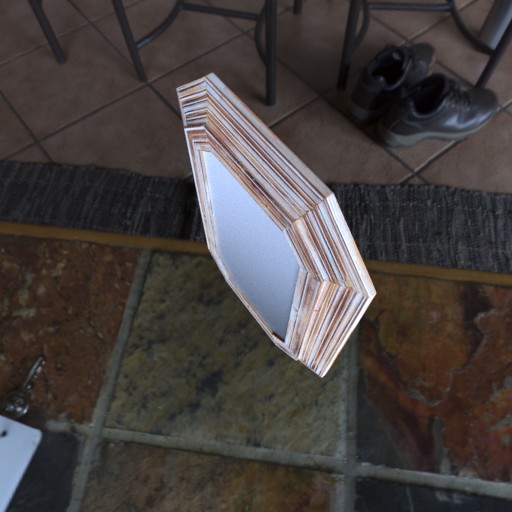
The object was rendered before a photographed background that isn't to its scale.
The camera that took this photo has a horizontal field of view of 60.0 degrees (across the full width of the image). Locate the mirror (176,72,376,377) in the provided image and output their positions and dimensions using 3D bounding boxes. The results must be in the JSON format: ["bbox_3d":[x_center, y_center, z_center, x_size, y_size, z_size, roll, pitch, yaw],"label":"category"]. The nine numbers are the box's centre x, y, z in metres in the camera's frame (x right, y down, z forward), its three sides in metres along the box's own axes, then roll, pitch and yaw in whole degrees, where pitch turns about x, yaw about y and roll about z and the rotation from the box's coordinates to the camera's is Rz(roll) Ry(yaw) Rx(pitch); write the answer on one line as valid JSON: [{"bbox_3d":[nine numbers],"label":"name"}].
[{"bbox_3d":[0.000,0.000,1.306,0.061,1.015,0.709,-33,67,-16],"label":"mirror"}]
